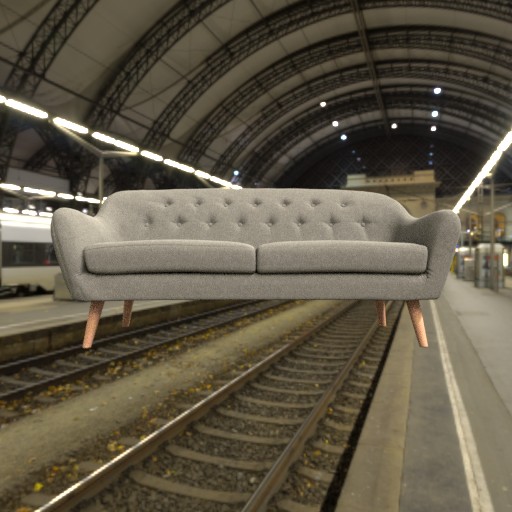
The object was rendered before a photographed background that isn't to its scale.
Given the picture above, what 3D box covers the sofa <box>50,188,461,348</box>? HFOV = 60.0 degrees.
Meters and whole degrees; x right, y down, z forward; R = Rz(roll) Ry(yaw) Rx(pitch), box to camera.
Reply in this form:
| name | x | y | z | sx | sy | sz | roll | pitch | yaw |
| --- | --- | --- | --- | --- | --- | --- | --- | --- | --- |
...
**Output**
| name | x | y | z | sx | sy | sz | roll | pitch | yaw |
| --- | --- | --- | --- | --- | --- | --- | --- | --- | --- |
| sofa | 0.000 | 0.000 | 2.314 | 1.840 | 0.820 | 0.820 | 0 | 0 | -1 |
